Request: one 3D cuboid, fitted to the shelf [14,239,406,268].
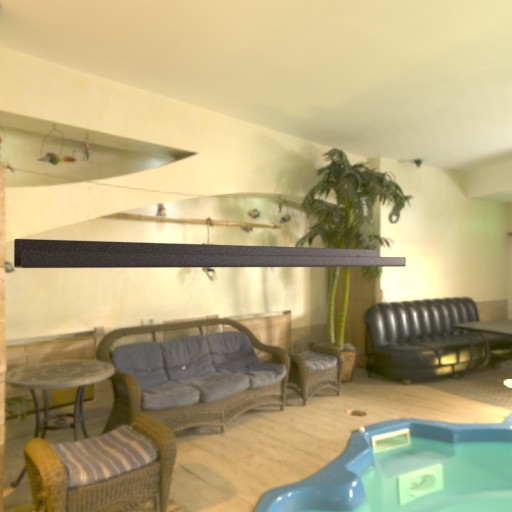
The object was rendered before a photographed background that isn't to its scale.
[{"bbox_3d":[0.000,0.000,0.969,0.924,0.049,0.092,1,-1,-35],"label":"shelf"}]
